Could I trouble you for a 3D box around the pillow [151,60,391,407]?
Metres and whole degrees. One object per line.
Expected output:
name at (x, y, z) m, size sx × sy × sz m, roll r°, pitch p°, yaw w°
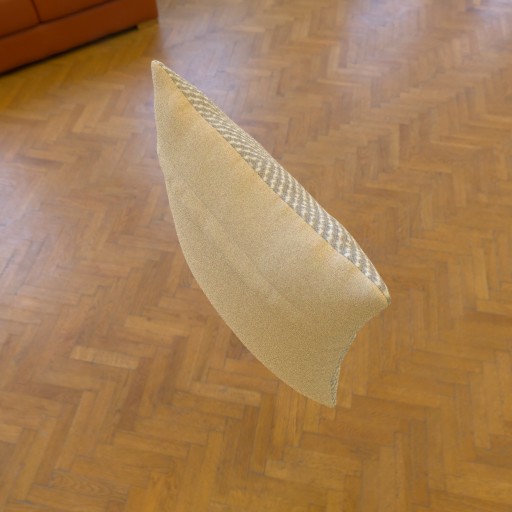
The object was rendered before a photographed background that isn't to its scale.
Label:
pillow at (0.000, 0.000, 0.708) m, size 0.181 × 0.458 × 0.459 m, roll -32°, pitch 63°, yaw -18°
